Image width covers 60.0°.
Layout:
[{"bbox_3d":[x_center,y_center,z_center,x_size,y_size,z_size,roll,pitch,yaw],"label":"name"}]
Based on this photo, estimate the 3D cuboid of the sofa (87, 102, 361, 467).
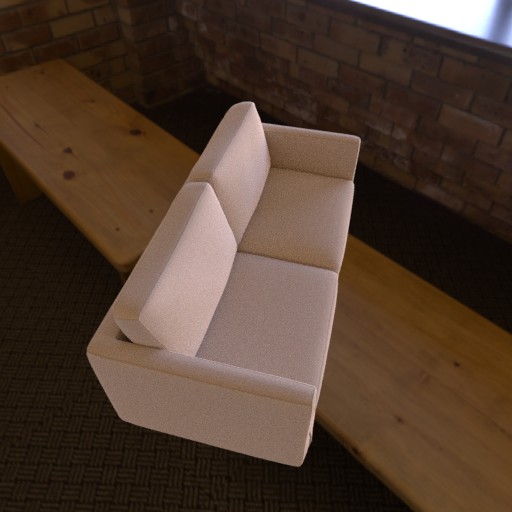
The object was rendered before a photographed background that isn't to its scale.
[{"bbox_3d":[0.000,0.000,2.266,0.873,0.888,1.722,11,48,10],"label":"sofa"}]
